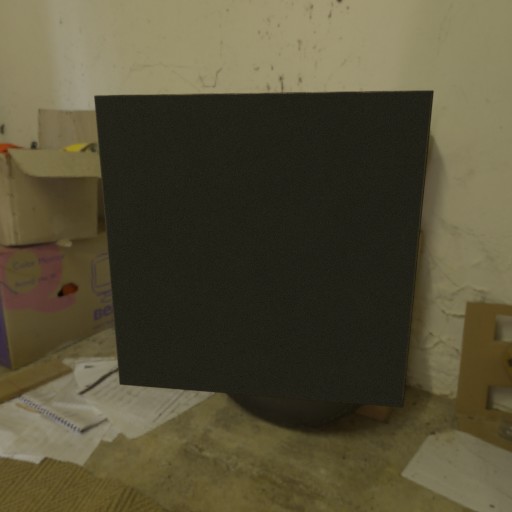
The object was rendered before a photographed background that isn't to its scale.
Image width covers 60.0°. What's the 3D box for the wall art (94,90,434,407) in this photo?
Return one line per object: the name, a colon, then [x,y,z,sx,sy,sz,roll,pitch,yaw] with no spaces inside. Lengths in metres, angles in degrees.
wall art: [0.000,0.000,0.439,0.304,0.303,0.015,2,15,8]
